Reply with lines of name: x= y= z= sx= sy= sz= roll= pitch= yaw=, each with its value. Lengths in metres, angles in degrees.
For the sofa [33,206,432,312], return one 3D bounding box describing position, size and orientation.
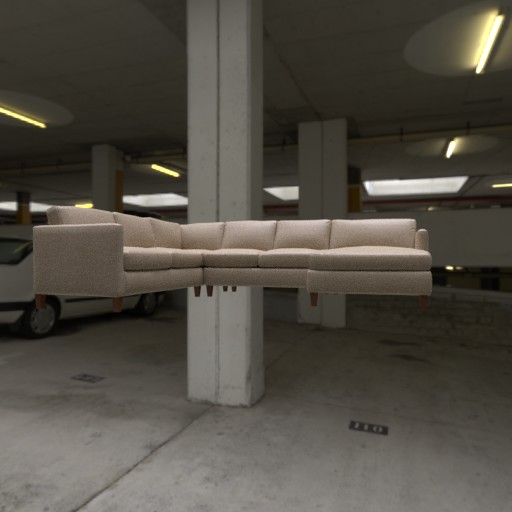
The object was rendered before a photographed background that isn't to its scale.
sofa: x=0.000 y=0.000 z=4.670 sx=3.460 sy=0.961 sz=2.594 roll=0 pitch=0 yaw=18
